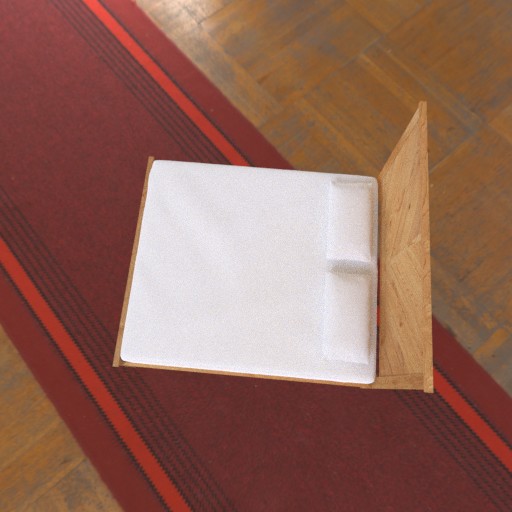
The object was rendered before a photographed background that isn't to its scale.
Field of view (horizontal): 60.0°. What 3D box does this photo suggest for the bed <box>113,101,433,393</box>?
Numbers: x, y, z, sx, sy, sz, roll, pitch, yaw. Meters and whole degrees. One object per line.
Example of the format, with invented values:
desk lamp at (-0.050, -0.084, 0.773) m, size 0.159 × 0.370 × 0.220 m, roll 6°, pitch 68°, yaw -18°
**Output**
bed at (0.000, 0.000, 4.178) m, size 2.530 × 1.938 × 2.225 m, roll 5°, pitch 74°, yaw 1°
